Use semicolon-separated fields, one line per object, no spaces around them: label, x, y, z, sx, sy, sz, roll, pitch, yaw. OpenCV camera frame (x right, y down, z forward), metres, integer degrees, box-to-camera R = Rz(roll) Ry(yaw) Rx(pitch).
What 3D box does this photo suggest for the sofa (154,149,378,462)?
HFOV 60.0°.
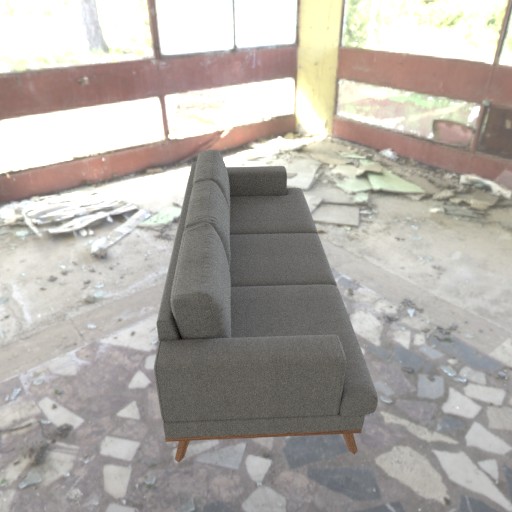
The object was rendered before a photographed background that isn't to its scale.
sofa;0.000;0.000;2.793;0.920;0.810;2.310;-1;31;-3
